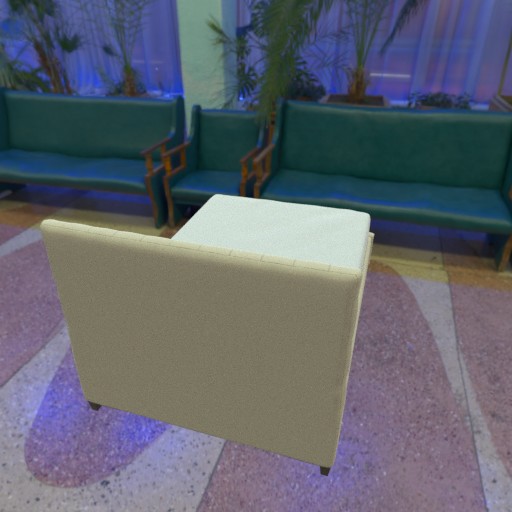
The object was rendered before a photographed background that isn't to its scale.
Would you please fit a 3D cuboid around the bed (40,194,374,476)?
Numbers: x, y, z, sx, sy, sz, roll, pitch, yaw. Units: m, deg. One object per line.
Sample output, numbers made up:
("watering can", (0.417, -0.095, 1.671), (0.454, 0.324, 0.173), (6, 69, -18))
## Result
("bed", (0.000, 0.000, 3.430), (1.698, 1.427, 2.387), (9, 32, 15))
